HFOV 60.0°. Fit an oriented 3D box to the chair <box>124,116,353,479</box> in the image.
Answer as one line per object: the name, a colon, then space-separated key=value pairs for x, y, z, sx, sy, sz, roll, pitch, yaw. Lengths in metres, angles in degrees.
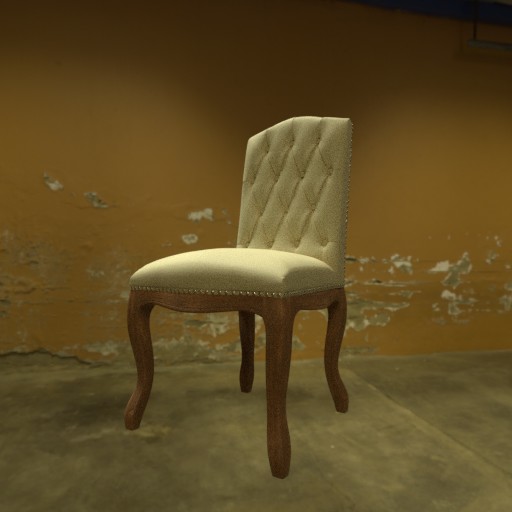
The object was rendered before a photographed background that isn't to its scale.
chair: x=0.000 y=0.000 z=1.592 sx=0.623 sy=1.165 sz=0.715 roll=-1 pitch=-1 yaw=35
